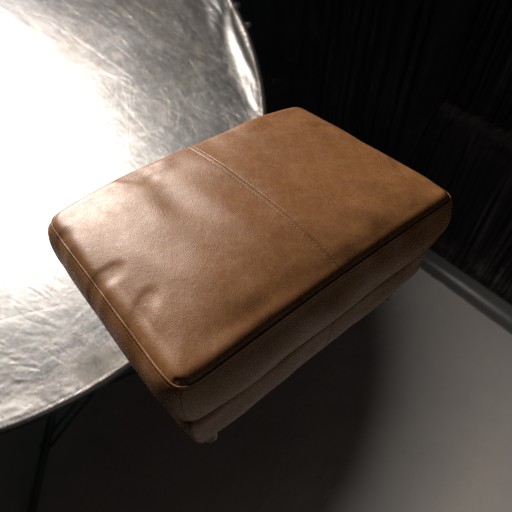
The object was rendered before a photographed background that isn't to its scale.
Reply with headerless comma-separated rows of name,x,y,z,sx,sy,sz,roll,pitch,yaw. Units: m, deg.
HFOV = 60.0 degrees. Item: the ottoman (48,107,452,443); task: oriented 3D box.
ottoman,0.000,0.000,1.212,0.869,0.461,0.630,-32,55,-25
